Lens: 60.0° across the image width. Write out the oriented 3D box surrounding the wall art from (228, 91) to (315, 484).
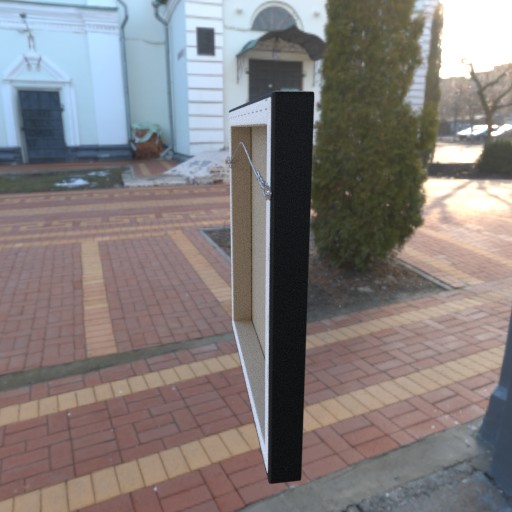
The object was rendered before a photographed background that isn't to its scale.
[{"bbox_3d":[0.000,0.000,0.623,0.041,0.407,0.406,-2,16,-8],"label":"wall art"}]
